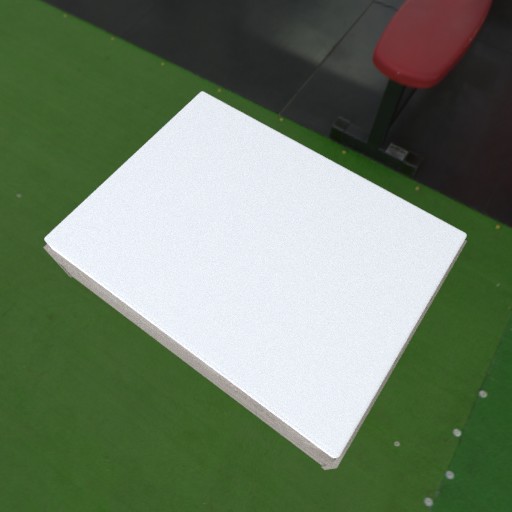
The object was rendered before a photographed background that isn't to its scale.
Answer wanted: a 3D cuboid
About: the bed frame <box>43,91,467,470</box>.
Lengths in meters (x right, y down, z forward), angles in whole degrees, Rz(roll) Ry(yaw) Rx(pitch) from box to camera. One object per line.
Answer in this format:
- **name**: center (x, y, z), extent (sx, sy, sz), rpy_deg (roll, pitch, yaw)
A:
- **bed frame**: center (0.000, 0.000, 2.667), extent (1.944, 0.490, 1.448), rpy_deg (33, 68, 15)
